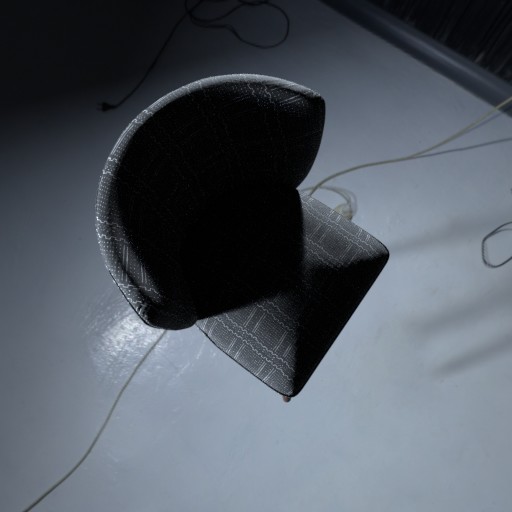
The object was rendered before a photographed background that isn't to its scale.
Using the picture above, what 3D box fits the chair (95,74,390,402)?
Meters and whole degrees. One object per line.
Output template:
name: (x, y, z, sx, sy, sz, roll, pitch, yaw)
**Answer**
chair: (0.000, 0.000, 1.420, 0.758, 0.866, 0.710, 35, 78, 9)
